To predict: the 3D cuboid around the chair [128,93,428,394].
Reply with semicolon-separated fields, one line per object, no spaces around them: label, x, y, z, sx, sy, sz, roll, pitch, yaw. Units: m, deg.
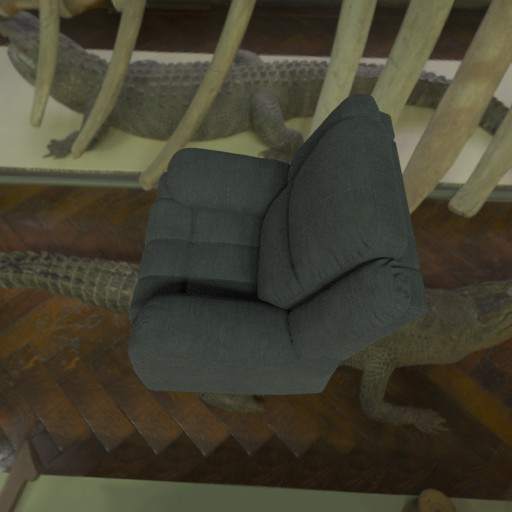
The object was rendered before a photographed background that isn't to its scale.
chair;0.000;0.000;1.692;0.944;1.008;0.899;2;57;1
